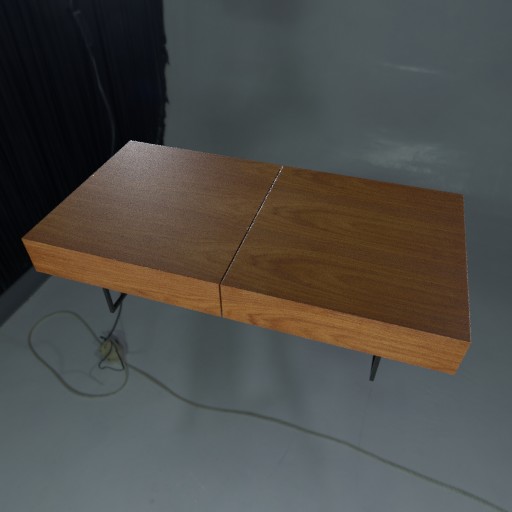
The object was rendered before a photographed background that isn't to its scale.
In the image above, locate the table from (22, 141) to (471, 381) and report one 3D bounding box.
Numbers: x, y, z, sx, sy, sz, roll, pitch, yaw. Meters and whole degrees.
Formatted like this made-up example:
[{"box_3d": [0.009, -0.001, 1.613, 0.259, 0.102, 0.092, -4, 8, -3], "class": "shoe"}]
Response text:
[{"box_3d": [0.000, 0.000, 1.442, 1.194, 0.330, 0.610, 12, 43, 13], "class": "table"}]
